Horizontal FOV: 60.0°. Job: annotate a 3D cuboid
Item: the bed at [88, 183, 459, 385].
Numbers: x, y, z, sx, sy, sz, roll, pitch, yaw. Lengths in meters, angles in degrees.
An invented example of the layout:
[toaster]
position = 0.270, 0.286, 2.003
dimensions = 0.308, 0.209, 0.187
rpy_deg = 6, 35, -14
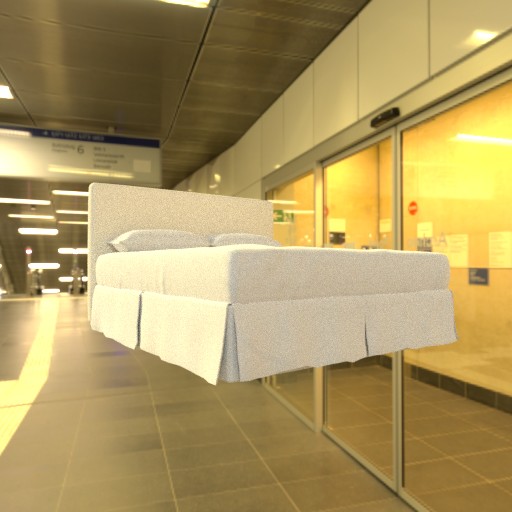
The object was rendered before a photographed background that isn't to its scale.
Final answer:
[bed]
position = 0.000, 0.000, 3.599
dimensions = 2.119, 1.317, 2.341
rpy_deg = 1, -1, -36
